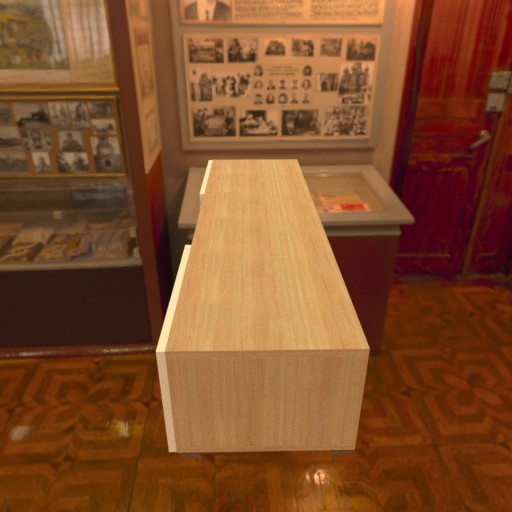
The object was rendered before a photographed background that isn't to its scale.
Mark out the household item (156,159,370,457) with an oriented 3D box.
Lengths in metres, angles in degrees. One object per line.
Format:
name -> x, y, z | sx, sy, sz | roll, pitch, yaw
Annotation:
household item -> 0.000, 0.000, 1.561 | 0.420, 0.310, 1.400 | -1, 27, -1
